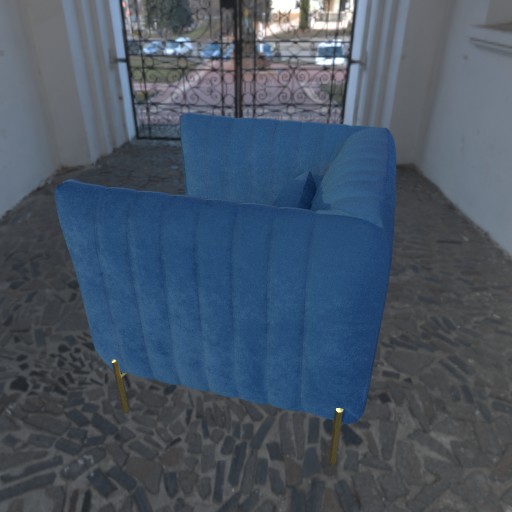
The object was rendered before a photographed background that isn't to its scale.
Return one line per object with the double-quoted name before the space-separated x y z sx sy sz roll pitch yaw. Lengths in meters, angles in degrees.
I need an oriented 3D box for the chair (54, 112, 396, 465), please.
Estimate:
"chair" 0.000 0.000 1.576 0.877 0.793 0.947 8 32 14
